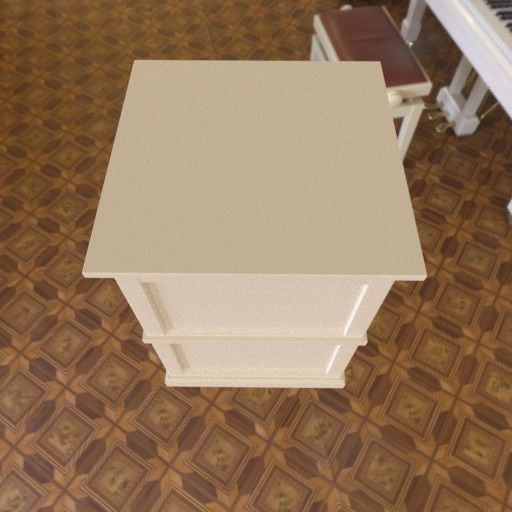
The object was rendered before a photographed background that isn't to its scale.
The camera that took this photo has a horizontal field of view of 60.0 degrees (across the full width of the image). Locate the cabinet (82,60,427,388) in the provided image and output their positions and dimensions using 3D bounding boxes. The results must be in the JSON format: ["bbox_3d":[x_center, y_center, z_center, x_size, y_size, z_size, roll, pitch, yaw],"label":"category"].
[{"bbox_3d":[0.000,0.000,1.172,0.547,0.775,0.544,0,58,0],"label":"cabinet"}]
